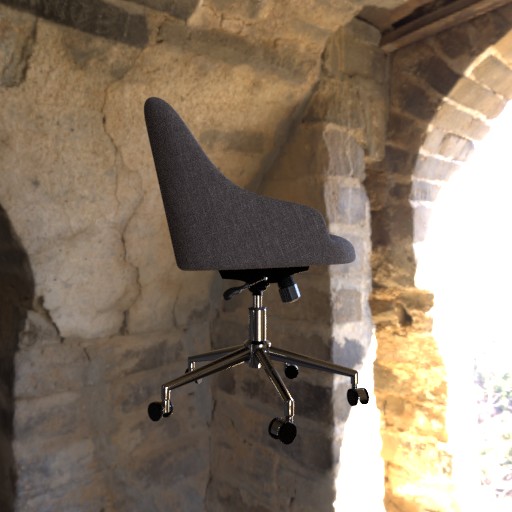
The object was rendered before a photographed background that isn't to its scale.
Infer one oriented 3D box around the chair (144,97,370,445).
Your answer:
[{"bbox_3d":[0.000,0.000,1.433,0.712,0.950,0.671,0,0,-1],"label":"chair"}]
